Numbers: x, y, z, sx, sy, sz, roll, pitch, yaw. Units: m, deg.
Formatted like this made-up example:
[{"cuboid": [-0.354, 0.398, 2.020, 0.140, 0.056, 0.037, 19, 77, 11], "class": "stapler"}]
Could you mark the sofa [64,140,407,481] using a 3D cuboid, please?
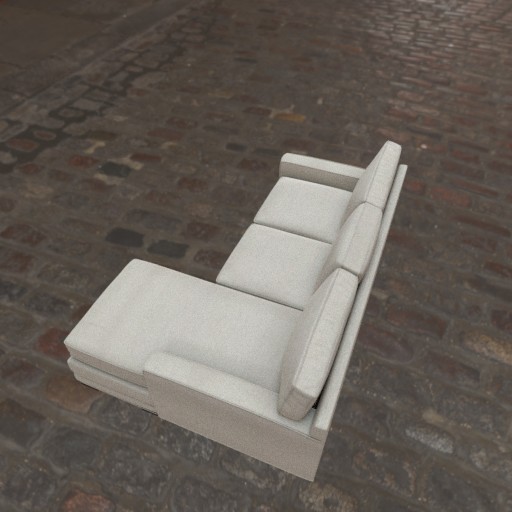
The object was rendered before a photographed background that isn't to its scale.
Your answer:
[{"cuboid": [0.000, 0.000, 2.868, 1.496, 0.861, 2.087, 16, 48, 16], "class": "sofa"}]
